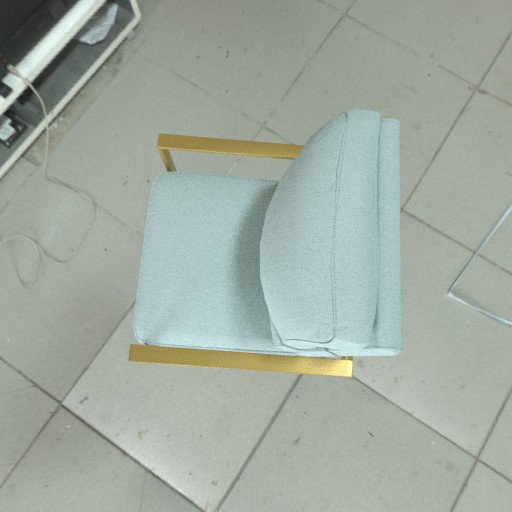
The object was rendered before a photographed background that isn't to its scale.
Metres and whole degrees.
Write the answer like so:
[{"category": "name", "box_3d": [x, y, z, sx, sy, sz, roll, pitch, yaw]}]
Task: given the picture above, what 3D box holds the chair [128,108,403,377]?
[{"category": "chair", "box_3d": [0.000, 0.000, 1.519, 0.813, 0.956, 0.758, 4, 76, 1]}]
